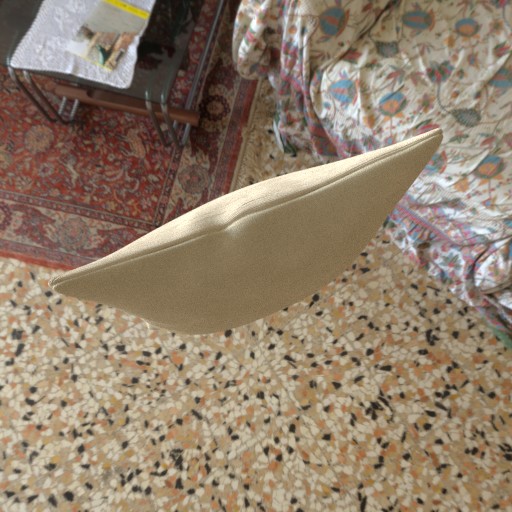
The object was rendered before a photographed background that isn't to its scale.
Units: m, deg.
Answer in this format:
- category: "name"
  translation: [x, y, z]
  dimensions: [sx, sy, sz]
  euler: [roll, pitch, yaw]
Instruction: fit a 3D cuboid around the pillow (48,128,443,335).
- category: "pillow"
  translation: [0.000, 0.000, 0.648]
  dimensions: [0.437, 0.420, 0.162]
  euler: [-22, 77, -6]
